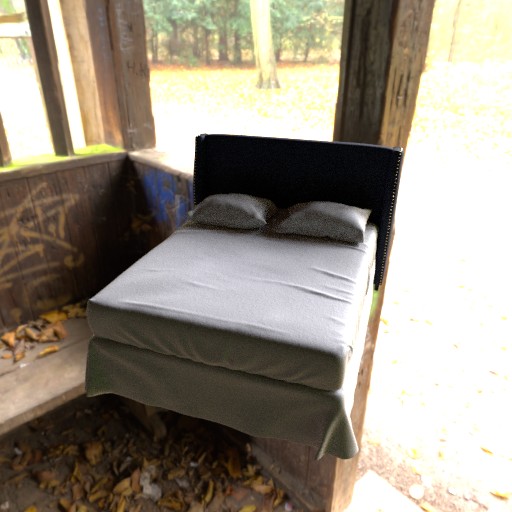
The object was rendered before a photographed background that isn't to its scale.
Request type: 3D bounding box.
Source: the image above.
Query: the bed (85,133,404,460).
[{"bbox_3d":[0.000,0.000,3.394,1.925,1.332,2.276,9,28,17],"label":"bed"}]
